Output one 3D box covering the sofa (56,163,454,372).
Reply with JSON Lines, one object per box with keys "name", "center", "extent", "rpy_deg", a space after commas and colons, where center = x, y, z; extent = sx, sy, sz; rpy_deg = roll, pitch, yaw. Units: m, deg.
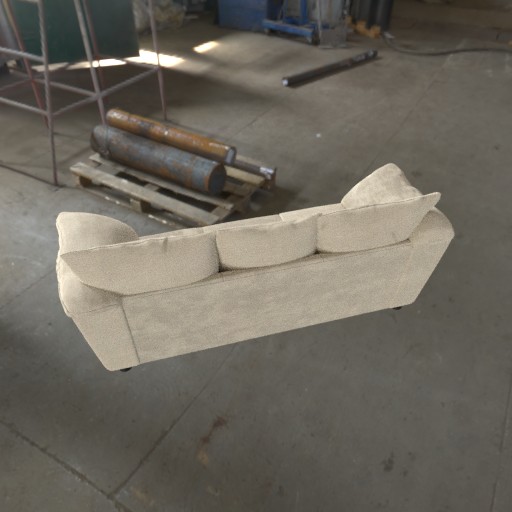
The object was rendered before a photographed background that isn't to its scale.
{"name": "sofa", "center": [0.000, 0.000, 2.914], "extent": [2.377, 0.981, 0.893], "rpy_deg": [-11, 42, -12]}
